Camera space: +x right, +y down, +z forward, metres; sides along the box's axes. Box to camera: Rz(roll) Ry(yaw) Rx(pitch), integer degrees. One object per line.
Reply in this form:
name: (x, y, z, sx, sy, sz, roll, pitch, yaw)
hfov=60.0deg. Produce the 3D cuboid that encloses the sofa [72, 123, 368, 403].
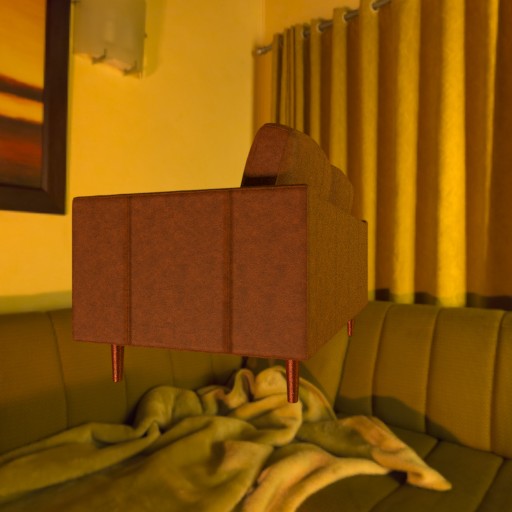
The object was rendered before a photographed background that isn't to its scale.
sofa: (0.000, 0.000, 2.182, 0.909, 0.951, 1.578, 0, 0, 20)
